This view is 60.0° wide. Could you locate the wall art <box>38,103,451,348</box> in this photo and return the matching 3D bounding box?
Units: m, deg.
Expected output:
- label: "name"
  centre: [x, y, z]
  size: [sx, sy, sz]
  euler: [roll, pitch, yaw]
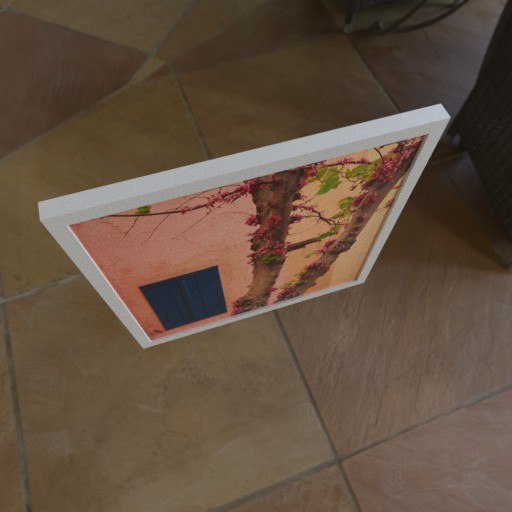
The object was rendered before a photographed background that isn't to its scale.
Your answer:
- label: "wall art"
  centre: [0.000, 0.000, 1.132]
  size: [0.762, 0.762, 0.038]
  euler: [-16, 63, -8]
